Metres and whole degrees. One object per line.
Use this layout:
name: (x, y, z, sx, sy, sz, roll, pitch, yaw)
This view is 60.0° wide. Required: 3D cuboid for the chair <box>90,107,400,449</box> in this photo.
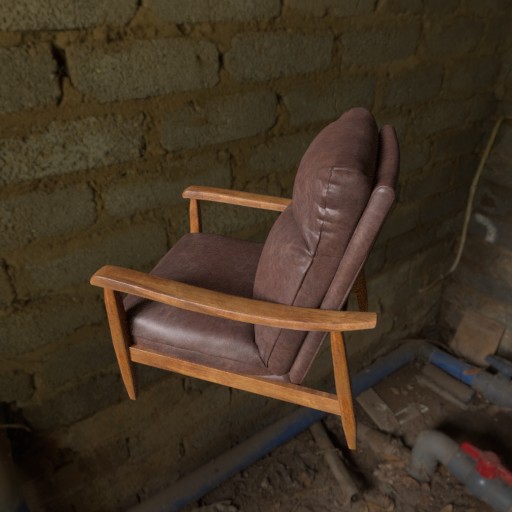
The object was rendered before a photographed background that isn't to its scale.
chair: (0.000, 0.000, 1.515, 0.830, 0.897, 0.782, 8, 31, 13)
